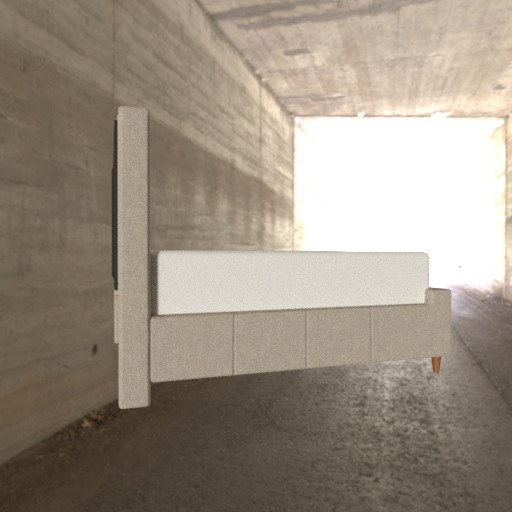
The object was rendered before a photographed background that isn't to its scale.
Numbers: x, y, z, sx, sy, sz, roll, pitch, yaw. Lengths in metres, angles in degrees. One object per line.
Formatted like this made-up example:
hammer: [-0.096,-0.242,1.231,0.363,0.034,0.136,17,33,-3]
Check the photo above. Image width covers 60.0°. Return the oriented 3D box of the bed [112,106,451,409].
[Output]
bed: [0.000,0.000,3.856,2.370,1.743,2.045,0,0,-19]
